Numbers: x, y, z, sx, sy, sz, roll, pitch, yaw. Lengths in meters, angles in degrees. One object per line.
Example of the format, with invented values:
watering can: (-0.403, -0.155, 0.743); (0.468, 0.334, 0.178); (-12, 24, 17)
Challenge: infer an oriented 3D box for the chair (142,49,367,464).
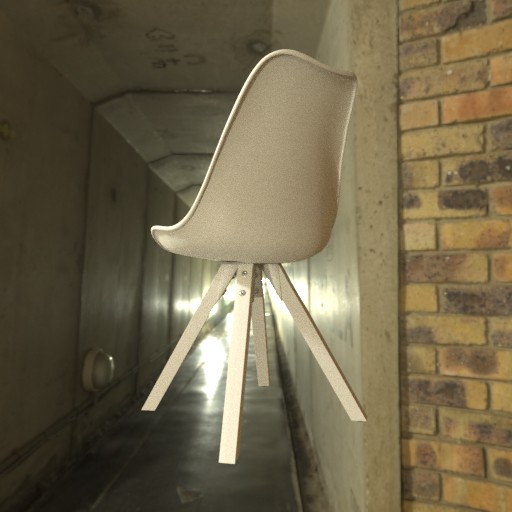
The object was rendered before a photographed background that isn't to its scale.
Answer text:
chair: (0.000, 0.000, 1.178); (0.485, 0.850, 0.550); (1, -1, -37)
